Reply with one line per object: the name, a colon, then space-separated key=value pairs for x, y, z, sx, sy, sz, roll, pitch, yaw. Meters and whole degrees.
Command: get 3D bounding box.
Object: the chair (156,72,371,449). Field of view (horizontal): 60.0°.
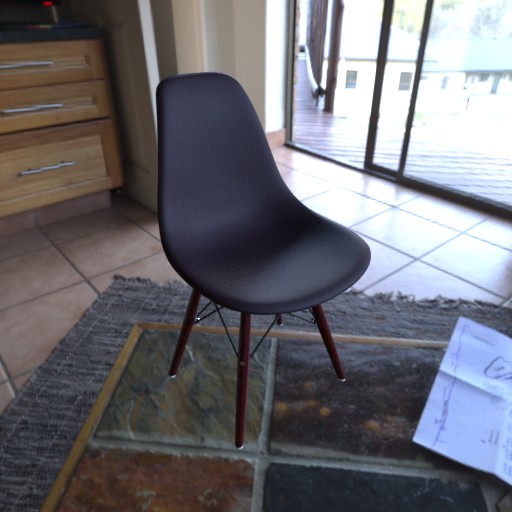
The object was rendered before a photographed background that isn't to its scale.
chair: x=0.000 y=0.000 z=1.143 sx=0.470 sy=0.826 sz=0.533 roll=-21 pitch=36 yaw=-32
